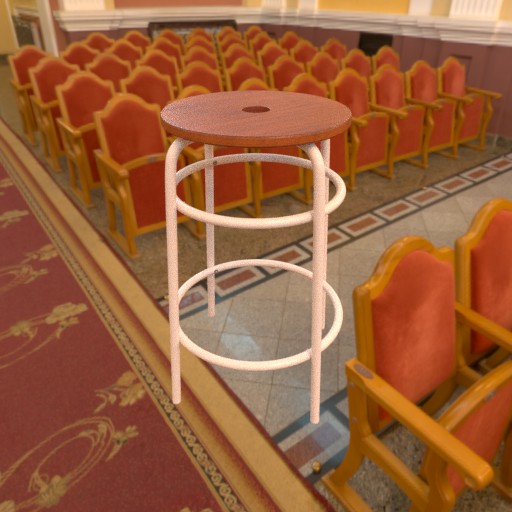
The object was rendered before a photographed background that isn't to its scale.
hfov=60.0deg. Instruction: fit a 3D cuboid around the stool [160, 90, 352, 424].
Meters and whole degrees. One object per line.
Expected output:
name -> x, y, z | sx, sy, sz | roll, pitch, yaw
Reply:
stool -> 0.000, 0.000, 0.945 | 0.455, 0.610, 0.455 | -20, 37, -30
